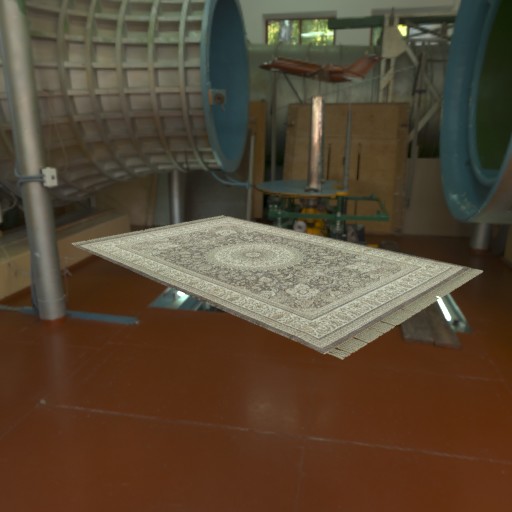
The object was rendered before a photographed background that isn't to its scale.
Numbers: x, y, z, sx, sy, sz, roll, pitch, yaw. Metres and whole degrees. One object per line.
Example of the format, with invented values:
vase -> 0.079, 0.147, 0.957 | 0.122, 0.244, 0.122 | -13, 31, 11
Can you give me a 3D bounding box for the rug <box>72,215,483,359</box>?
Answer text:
rug -> 0.000, 0.000, 4.248 | 2.143, 0.015, 3.422 | -16, 23, -43
